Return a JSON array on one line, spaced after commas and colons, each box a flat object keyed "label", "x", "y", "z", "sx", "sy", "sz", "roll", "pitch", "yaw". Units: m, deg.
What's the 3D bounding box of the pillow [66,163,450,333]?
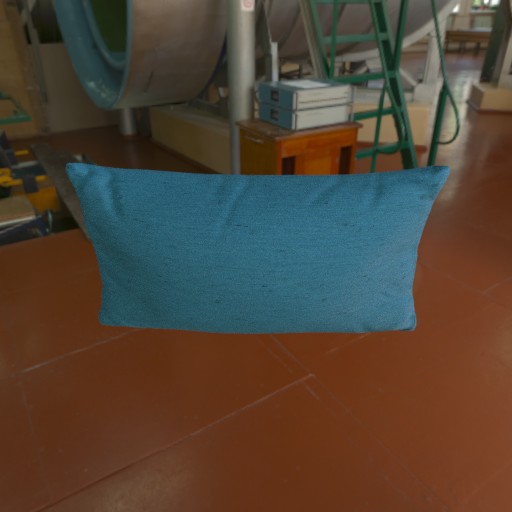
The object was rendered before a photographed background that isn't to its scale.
[{"label": "pillow", "x": 0.000, "y": 0.000, "z": 0.800, "sx": 0.633, "sy": 0.338, "sz": 0.210, "roll": 1, "pitch": 30, "yaw": 1}]
